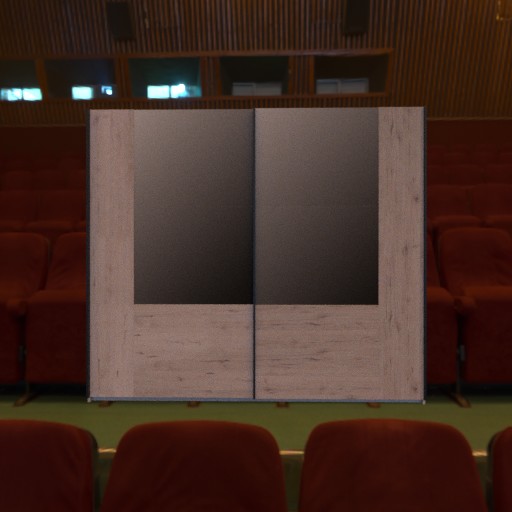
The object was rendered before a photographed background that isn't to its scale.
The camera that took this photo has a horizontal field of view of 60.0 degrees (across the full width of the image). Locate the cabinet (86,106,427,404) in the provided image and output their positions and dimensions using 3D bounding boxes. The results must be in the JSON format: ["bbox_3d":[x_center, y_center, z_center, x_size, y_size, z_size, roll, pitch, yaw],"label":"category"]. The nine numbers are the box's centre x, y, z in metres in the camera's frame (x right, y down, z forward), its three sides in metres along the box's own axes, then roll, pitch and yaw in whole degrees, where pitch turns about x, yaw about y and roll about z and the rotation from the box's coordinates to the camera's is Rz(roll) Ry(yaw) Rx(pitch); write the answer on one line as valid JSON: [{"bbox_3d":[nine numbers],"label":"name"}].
[{"bbox_3d":[0.000,0.000,3.575,2.500,2.180,0.660,0,0,1],"label":"cabinet"}]
